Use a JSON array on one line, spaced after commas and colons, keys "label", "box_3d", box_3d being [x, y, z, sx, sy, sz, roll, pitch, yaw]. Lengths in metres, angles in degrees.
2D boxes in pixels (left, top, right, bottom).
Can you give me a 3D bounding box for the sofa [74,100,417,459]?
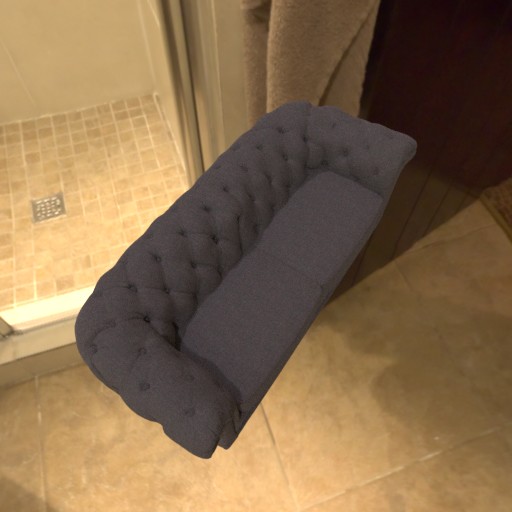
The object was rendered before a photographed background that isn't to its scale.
[{"label": "sofa", "box_3d": [0.000, 0.000, 2.823, 1.046, 0.836, 2.335, 30, 62, 18]}]
